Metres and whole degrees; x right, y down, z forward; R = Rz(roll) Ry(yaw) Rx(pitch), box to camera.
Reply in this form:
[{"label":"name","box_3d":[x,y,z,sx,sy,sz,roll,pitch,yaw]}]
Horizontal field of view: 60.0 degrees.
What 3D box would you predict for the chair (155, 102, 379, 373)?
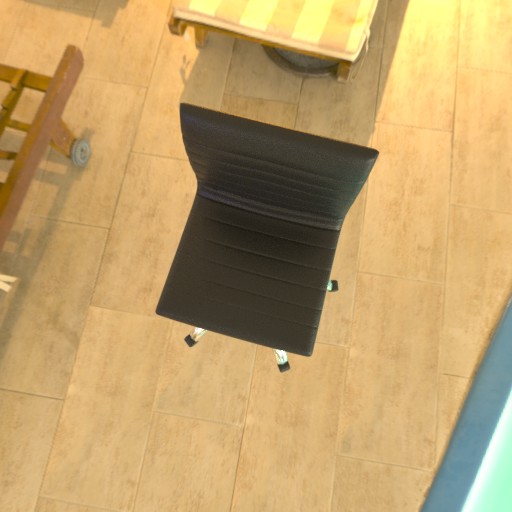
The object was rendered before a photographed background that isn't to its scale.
[{"label":"chair","box_3d":[0.000,0.000,1.163,0.556,0.780,0.530,15,76,4]}]
